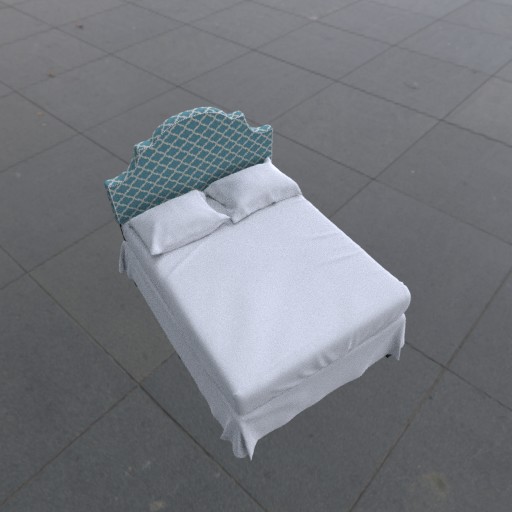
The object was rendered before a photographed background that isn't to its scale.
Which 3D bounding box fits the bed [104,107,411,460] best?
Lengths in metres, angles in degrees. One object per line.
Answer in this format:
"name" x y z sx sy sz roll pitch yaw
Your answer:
"bed" 0.000 0.000 3.539 1.780 1.633 2.222 -26 52 -22
